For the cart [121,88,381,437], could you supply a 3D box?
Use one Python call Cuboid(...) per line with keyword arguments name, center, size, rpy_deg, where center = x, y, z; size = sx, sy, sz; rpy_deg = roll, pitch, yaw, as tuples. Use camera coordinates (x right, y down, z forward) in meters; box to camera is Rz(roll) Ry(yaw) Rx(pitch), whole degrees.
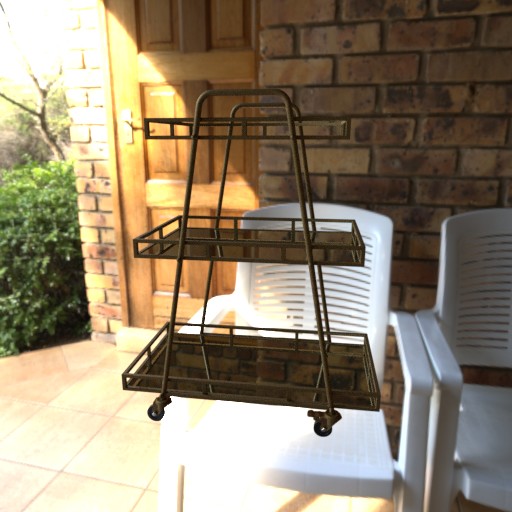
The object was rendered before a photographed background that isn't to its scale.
Cuboid(name="cart", center=(0.000, 0.000, 1.303), size=(0.711, 0.883, 0.441), rpy_deg=(2, 15, 8))
